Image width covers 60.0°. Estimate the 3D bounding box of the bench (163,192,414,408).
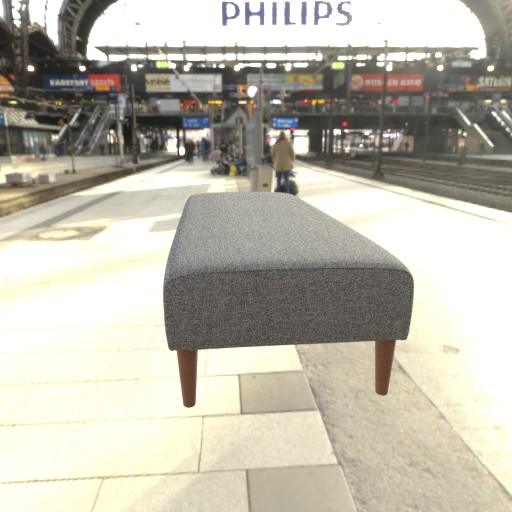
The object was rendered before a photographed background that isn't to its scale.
[{"bbox_3d":[0.000,0.000,1.828,0.631,0.384,1.598,-2,14,-6],"label":"bench"}]
